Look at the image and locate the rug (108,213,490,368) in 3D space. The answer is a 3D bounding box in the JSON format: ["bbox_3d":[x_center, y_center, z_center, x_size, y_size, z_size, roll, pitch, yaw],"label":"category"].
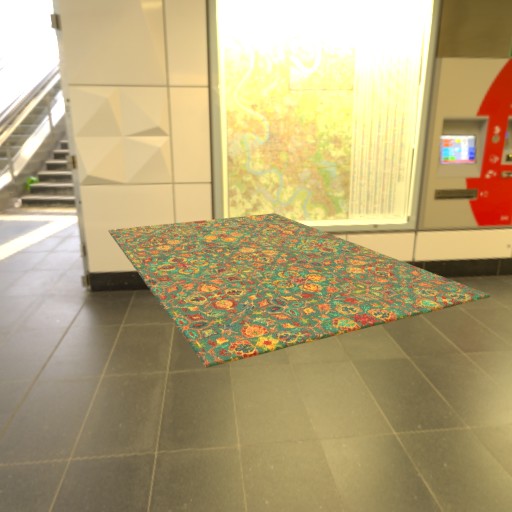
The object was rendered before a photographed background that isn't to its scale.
[{"bbox_3d":[0.000,0.000,2.902,1.527,0.016,2.290,-8,19,-25],"label":"rug"}]
